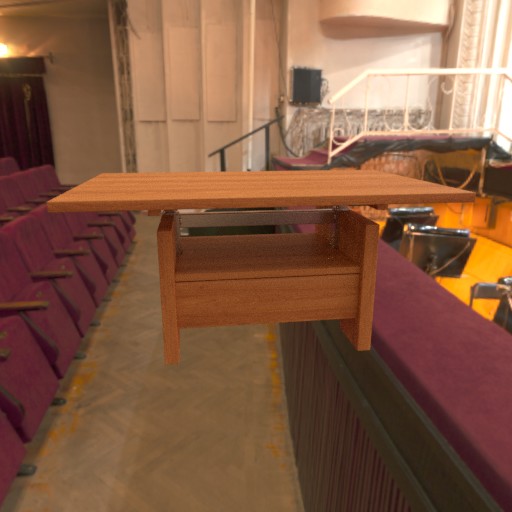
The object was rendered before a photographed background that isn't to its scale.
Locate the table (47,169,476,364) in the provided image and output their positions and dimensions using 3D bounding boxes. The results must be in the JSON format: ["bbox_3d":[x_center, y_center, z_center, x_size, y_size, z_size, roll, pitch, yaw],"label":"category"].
[{"bbox_3d":[0.000,0.000,1.524,1.100,0.510,0.700,-2,16,-8],"label":"table"}]
